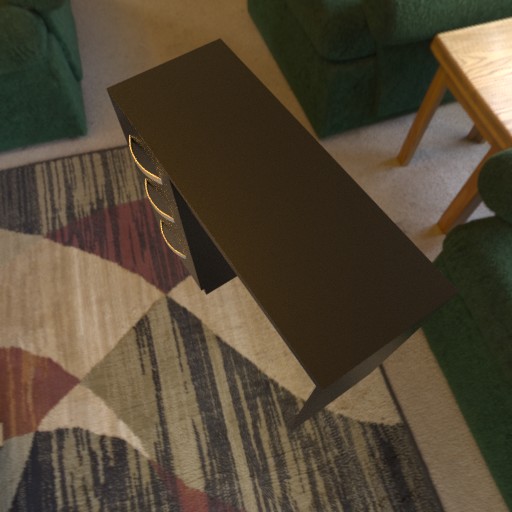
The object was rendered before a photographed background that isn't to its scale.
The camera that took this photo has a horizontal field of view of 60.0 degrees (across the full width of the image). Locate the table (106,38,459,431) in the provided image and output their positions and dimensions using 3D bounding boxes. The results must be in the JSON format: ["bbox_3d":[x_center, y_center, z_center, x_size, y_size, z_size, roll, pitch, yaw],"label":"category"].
[{"bbox_3d":[0.000,0.000,1.387,0.380,0.790,0.930,-31,67,-14],"label":"table"}]
